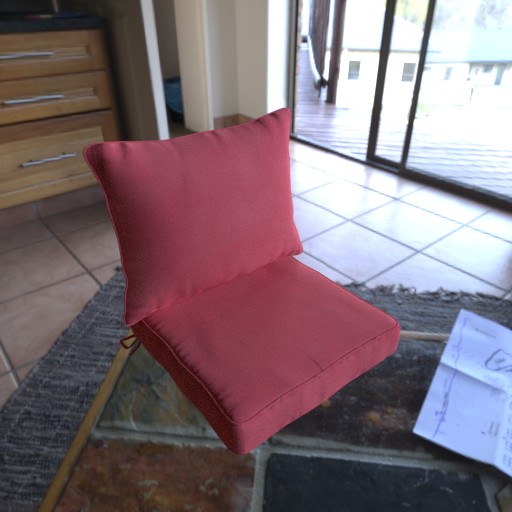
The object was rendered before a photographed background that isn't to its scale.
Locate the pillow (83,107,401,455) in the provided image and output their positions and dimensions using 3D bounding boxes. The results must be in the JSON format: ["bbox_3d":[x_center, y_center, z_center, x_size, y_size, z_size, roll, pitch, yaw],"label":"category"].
[{"bbox_3d":[0.000,0.000,1.408,0.798,0.725,0.733,-22,37,-32],"label":"pillow"}]
